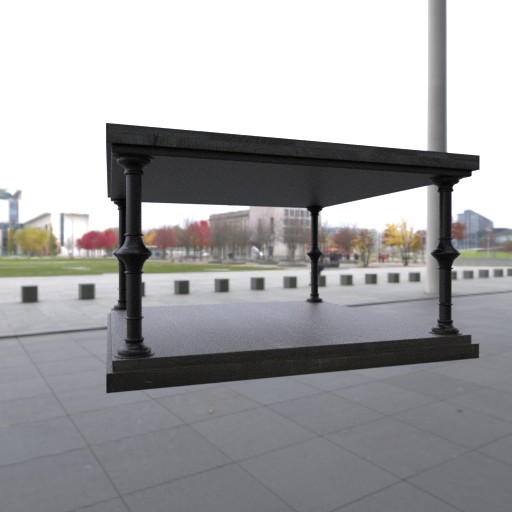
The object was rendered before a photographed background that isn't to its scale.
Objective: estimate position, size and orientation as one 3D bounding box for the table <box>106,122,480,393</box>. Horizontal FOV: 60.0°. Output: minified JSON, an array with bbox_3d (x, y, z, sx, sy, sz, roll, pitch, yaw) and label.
[{"bbox_3d":[0.000,0.000,1.093,0.696,0.400,0.696,0,0,-18],"label":"table"}]
